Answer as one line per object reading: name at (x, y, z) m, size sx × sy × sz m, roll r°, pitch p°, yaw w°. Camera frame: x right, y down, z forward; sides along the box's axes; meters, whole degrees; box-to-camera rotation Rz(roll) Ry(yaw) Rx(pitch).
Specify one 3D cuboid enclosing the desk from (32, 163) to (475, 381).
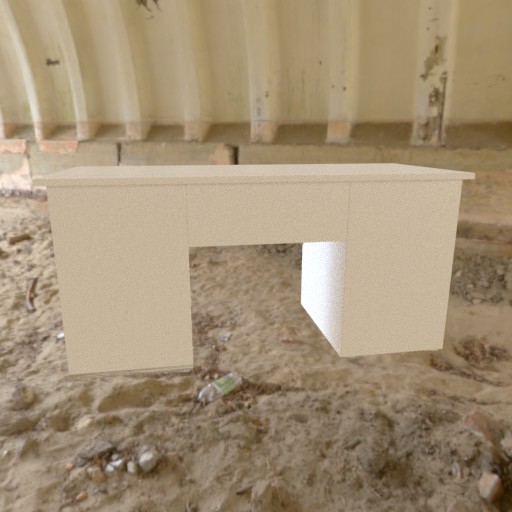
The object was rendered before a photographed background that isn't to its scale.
desk at (0.000, 0.000, 1.977) m, size 1.580 × 0.760 × 0.670 m, roll -3°, pitch 15°, yaw -9°
